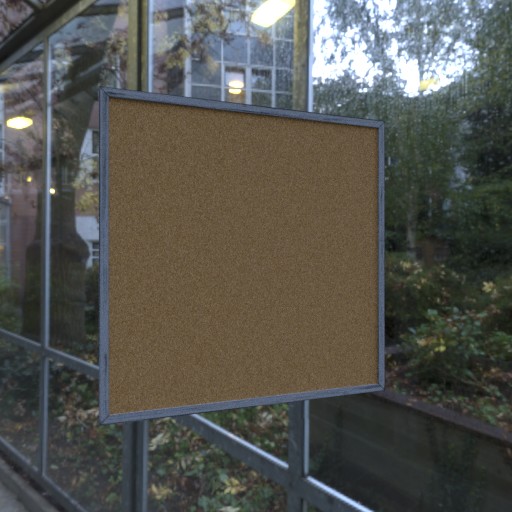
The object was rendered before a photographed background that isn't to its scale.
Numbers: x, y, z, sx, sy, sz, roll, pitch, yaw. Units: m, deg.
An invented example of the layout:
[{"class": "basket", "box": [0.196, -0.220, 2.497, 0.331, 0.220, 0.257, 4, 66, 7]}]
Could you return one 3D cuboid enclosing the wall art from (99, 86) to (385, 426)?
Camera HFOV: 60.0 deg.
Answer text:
[{"class": "wall art", "box": [0.000, 0.000, 1.140, 0.761, 0.761, 0.037, 0, 0, -20]}]
